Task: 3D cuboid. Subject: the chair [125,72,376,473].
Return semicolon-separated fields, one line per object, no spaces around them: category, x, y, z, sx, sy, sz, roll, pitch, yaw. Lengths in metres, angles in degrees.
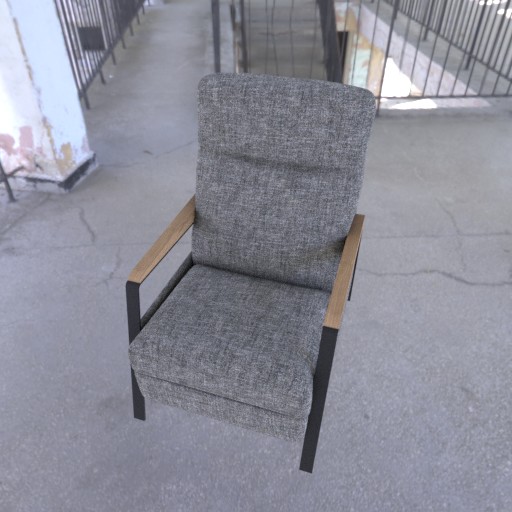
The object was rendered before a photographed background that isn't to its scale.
chair;0.000;0.000;1.557;0.671;1.042;0.868;11;40;14
